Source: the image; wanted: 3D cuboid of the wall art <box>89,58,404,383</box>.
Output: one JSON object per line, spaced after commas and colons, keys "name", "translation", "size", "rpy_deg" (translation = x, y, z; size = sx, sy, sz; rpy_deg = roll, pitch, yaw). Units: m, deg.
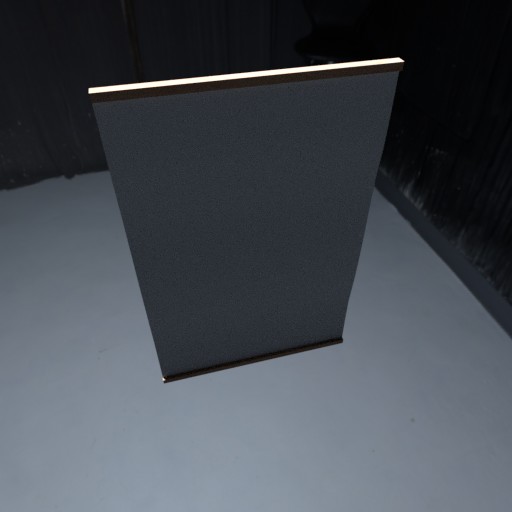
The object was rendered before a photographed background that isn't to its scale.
{"name": "wall art", "translation": [0.000, 0.000, 0.629], "size": [0.332, 0.508, 0.012], "rpy_deg": [-10, 44, -11]}
